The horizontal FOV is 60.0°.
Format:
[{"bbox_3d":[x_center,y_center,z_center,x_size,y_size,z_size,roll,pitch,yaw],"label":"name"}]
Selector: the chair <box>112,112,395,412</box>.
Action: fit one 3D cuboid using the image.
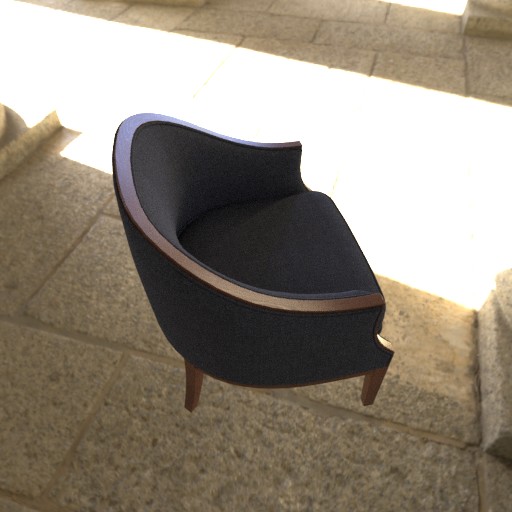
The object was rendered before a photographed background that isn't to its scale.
[{"bbox_3d":[0.000,0.000,1.452,0.735,0.876,0.803,-9,47,-8],"label":"chair"}]
